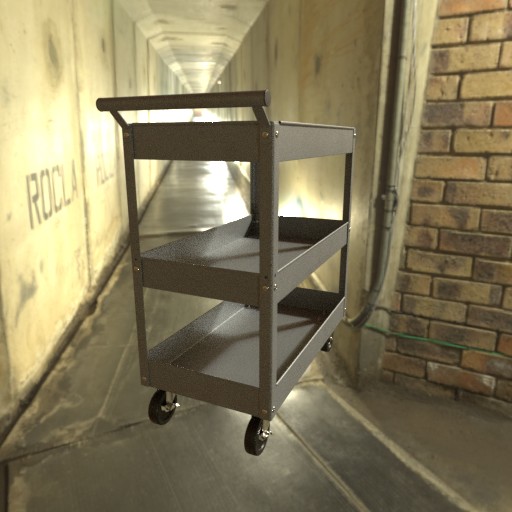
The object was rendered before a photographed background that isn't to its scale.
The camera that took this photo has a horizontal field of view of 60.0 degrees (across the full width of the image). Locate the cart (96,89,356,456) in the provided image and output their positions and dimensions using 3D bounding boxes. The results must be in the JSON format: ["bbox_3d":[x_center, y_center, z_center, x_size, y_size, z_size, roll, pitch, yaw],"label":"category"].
[{"bbox_3d":[0.000,0.000,1.214,0.366,0.780,0.719,7,16,24],"label":"cart"}]
